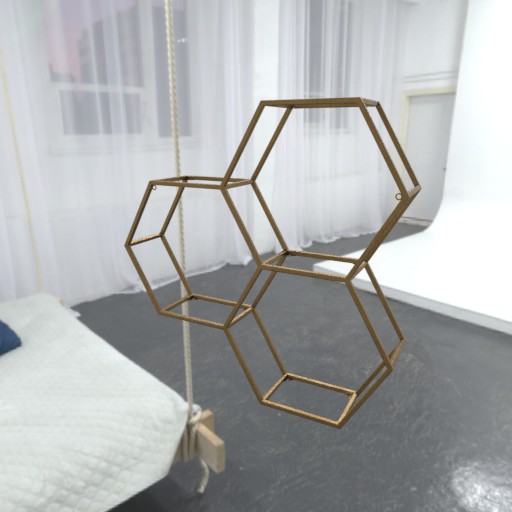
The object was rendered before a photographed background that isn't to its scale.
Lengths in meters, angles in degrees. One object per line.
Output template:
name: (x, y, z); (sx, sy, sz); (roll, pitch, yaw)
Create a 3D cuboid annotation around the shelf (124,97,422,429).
shelf: (0.000, 0.000, 1.073); (0.708, 0.701, 0.150); (8, 18, 27)
